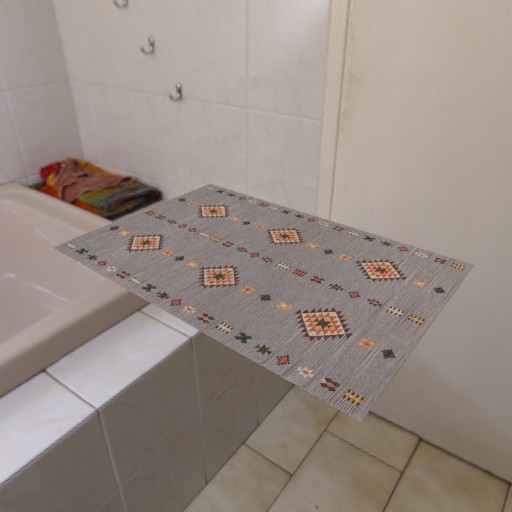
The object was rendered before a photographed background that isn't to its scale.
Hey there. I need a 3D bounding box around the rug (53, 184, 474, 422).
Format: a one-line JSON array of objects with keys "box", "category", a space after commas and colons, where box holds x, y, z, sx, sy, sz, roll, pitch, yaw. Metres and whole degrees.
[{"box": [0.000, 0.000, 2.295, 1.818, 0.005, 1.217, 22, 36, 33], "category": "rug"}]
